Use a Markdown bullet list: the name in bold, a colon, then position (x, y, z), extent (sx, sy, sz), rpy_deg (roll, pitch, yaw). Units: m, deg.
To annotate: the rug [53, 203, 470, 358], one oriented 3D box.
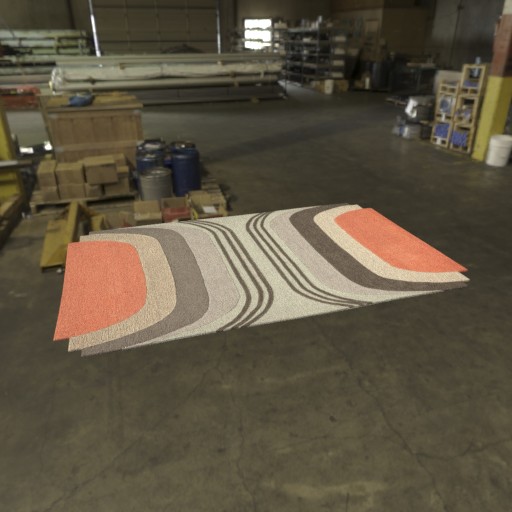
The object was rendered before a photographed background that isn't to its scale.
- **rug**: position (0.000, 0.000, 2.991), extent (2.446, 0.017, 1.530), rpy_deg (-8, 28, -15)
